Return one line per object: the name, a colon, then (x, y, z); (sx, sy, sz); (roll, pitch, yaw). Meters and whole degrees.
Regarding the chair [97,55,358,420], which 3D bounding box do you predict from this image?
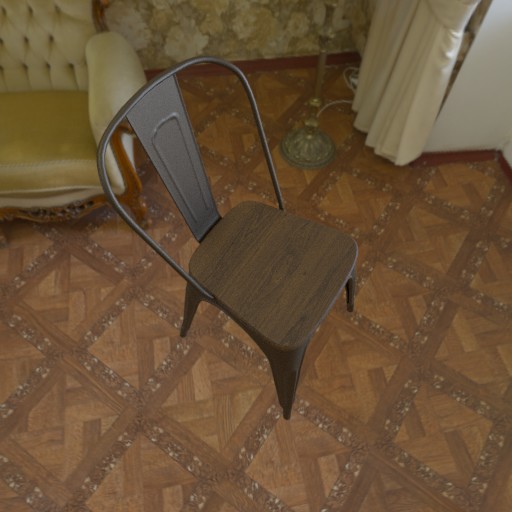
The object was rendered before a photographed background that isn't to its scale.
chair: (0.000, 0.000, 1.166); (0.532, 0.844, 0.451); (29, 63, 17)
